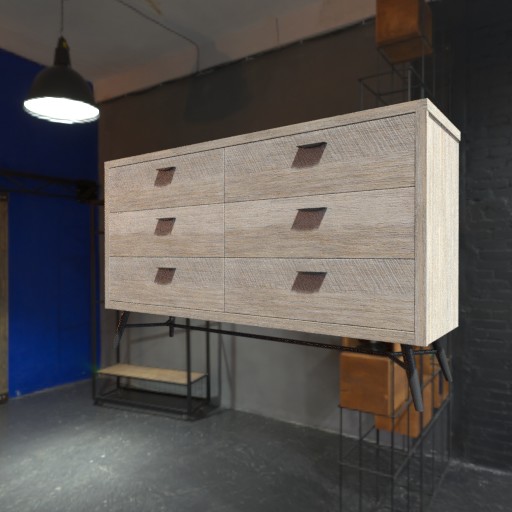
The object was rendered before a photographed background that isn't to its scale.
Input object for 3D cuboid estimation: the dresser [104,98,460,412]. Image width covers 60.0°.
[{"bbox_3d":[0.000,0.000,1.894,1.524,0.914,0.457,0,0,36],"label":"dresser"}]
